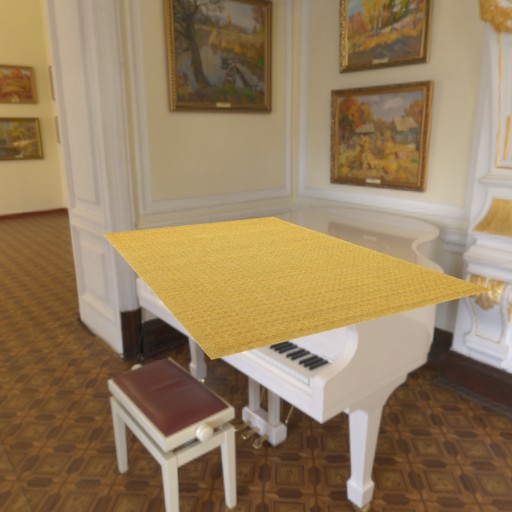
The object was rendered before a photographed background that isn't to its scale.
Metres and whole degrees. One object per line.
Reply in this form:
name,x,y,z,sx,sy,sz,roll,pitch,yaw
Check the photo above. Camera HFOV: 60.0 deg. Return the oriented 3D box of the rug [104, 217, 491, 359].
rug,0.000,0.000,3.709,1.981,0.006,2.895,-8,18,-27
